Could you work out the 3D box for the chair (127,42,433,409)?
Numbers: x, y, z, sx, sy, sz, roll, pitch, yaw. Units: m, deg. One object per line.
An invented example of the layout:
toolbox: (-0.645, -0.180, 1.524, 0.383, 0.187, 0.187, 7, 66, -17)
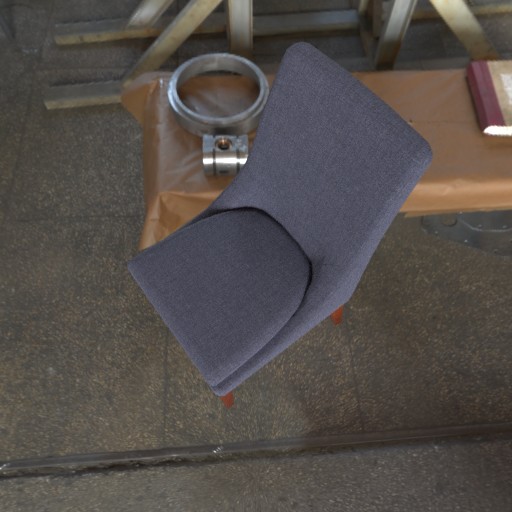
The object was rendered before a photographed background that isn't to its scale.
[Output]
chair: (0.000, 0.000, 1.343, 0.655, 0.952, 0.508, -34, 68, -16)
